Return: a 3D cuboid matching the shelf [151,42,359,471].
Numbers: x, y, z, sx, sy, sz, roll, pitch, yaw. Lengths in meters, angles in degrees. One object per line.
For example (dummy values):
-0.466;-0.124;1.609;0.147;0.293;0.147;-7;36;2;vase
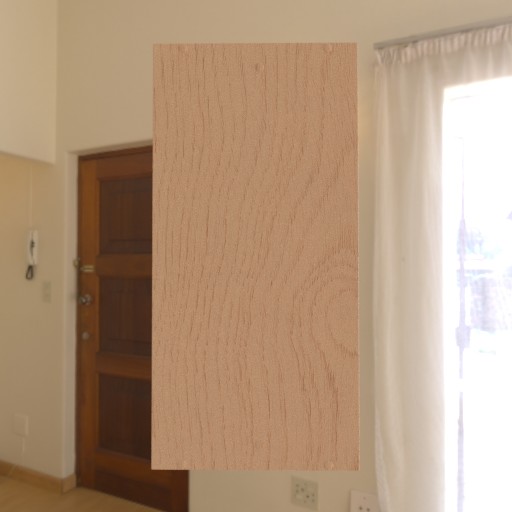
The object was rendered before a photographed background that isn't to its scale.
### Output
0.000;0.000;0.721;0.290;0.600;0.200;0;-1;1;shelf
